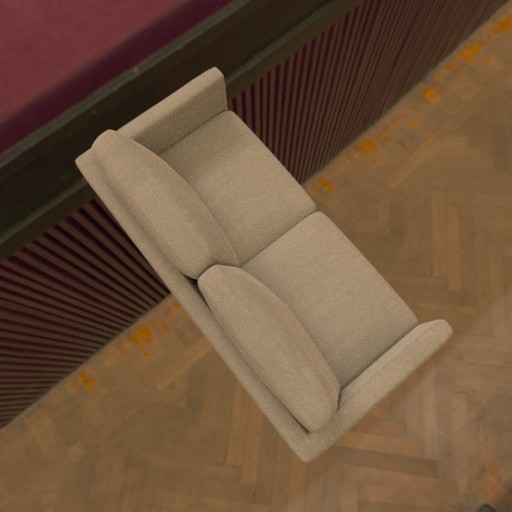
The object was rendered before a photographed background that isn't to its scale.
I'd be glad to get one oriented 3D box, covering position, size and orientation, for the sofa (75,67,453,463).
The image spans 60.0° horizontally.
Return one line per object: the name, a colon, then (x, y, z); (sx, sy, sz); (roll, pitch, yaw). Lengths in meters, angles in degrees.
sofa: (0.000, 0.000, 2.433); (0.950, 0.963, 1.884); (-38, 78, -9)
